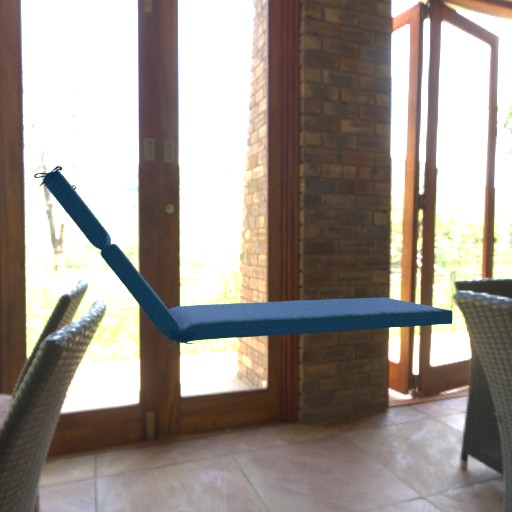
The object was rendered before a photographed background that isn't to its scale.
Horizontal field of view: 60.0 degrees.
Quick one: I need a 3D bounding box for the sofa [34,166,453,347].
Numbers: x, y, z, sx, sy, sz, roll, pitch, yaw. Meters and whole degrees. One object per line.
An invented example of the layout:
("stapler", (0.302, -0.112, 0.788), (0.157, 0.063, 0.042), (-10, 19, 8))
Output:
("sofa", (0.000, 0.000, 1.931), (1.663, 0.622, 0.582), (0, 2, -17))
